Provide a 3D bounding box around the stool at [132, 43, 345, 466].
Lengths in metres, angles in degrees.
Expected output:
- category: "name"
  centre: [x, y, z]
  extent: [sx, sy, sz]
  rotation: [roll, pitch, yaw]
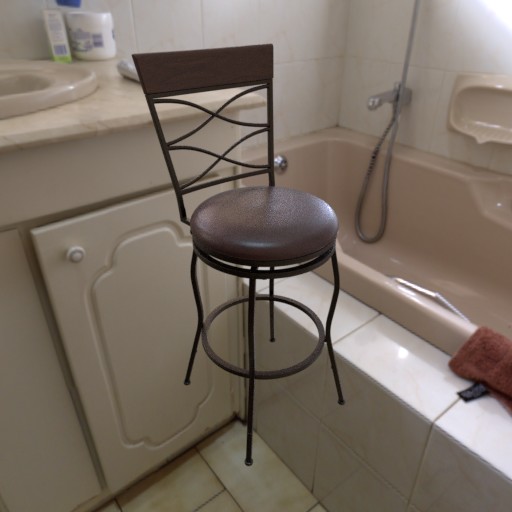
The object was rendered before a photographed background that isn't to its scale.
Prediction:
- category: "stool"
  centre: [0.000, 0.000, 1.369]
  extent: [0.448, 1.130, 0.513]
  rotation: [-20, 36, -30]
